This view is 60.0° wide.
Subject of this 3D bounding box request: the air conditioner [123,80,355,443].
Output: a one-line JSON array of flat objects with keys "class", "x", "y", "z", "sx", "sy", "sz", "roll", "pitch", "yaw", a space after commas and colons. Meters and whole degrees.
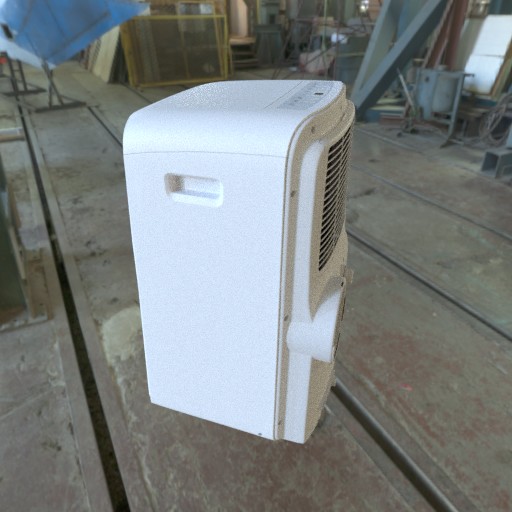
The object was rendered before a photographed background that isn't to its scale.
[{"class": "air conditioner", "x": 0.000, "y": 0.000, "z": 1.075, "sx": 0.467, "sy": 0.765, "sz": 0.478, "roll": 9, "pitch": 31, "yaw": 15}]
